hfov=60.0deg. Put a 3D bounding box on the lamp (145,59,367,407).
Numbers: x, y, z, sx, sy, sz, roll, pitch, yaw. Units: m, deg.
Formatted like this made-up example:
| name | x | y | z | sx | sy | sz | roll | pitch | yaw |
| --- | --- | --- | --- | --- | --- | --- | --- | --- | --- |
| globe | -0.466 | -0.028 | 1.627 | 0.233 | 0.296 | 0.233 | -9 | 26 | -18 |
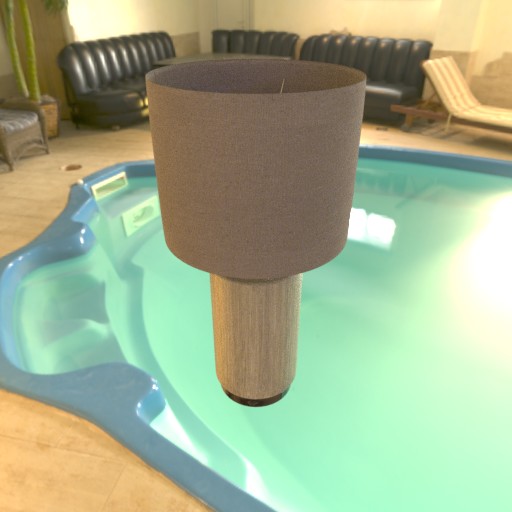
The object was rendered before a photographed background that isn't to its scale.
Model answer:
| name | x | y | z | sx | sy | sz | roll | pitch | yaw |
| --- | --- | --- | --- | --- | --- | --- | --- | --- | --- |
| lamp | 0.000 | 0.000 | 0.575 | 0.228 | 0.444 | 0.228 | 10 | 32 | 16 |
